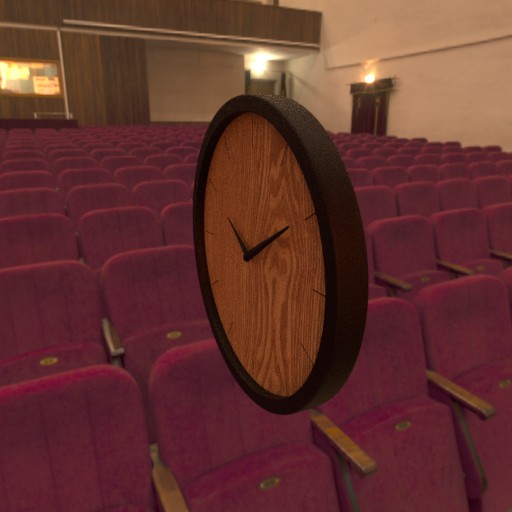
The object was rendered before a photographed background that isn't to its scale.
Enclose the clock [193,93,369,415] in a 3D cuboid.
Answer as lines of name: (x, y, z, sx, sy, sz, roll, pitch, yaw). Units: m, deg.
clock: (0.000, 0.000, 0.457, 0.029, 0.314, 0.314, -8, 18, -26)
